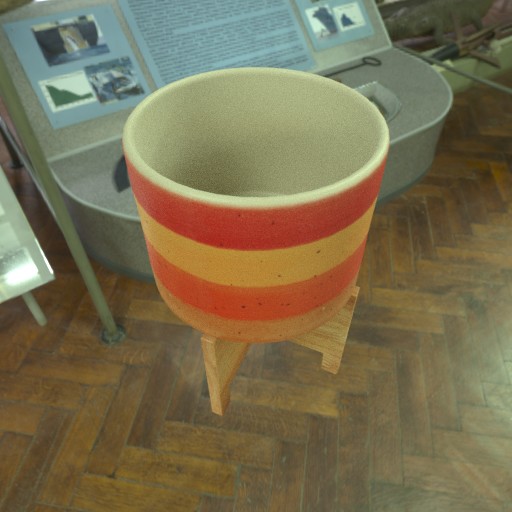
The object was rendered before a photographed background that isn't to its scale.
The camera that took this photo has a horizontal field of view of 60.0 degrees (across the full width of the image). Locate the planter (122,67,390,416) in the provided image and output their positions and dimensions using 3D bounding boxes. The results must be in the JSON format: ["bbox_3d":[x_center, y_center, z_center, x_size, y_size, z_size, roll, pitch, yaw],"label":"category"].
[{"bbox_3d":[0.000,0.000,0.567,0.269,0.379,0.269,0,46,0],"label":"planter"}]
